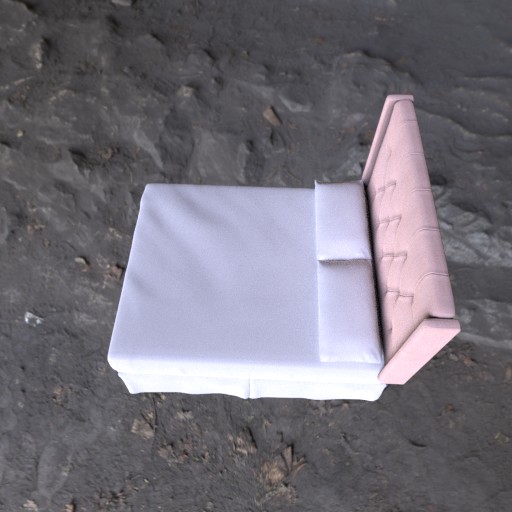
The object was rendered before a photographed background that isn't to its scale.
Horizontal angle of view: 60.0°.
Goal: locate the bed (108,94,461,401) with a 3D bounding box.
[{"bbox_3d":[0.000,0.000,3.290,2.066,1.665,1.719,2,59,1],"label":"bed"}]
